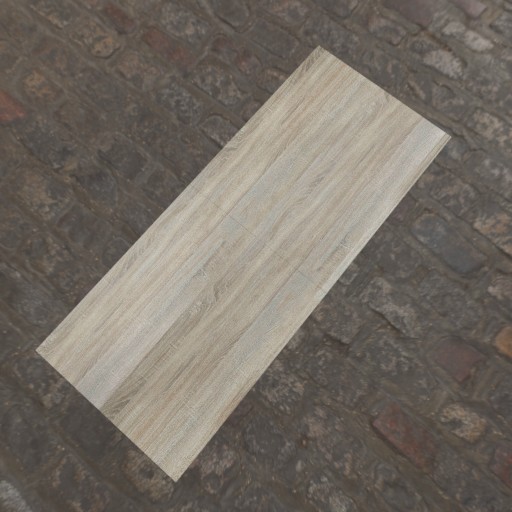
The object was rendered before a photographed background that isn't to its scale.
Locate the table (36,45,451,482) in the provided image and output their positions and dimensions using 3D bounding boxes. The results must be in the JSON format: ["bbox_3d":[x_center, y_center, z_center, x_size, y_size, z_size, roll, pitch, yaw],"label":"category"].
[{"bbox_3d":[0.000,0.000,2.624,0.900,0.790,2.200,39,79,9],"label":"table"}]
